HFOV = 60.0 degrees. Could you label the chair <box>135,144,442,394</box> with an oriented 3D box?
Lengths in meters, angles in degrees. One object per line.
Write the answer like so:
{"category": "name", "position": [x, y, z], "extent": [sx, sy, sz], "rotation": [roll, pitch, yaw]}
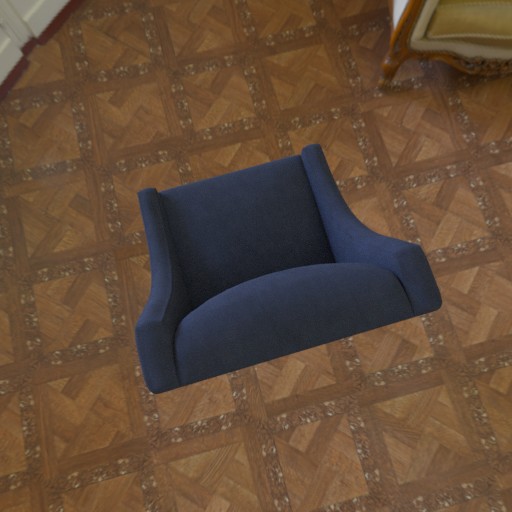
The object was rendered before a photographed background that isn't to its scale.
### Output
{"category": "chair", "position": [0.000, 0.000, 1.357], "extent": [0.629, 0.895, 0.629], "rotation": [-16, 76, -4]}
